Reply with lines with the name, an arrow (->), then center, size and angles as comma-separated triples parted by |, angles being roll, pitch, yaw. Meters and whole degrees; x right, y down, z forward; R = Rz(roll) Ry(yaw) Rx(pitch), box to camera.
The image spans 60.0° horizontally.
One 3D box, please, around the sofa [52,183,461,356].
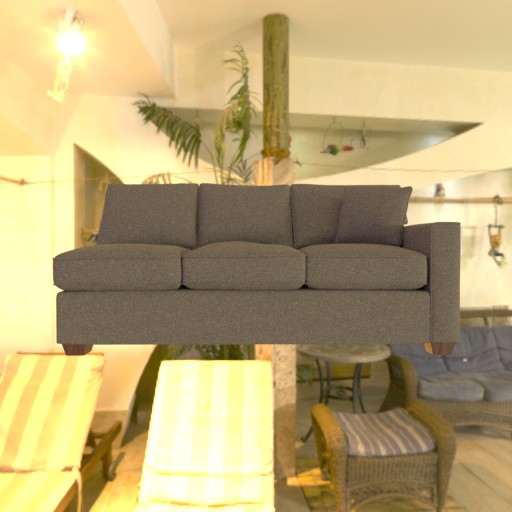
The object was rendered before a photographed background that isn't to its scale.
sofa -> 0.000, 0.000, 2.588 | 1.963, 0.946, 1.034 | 0, 1, -1
